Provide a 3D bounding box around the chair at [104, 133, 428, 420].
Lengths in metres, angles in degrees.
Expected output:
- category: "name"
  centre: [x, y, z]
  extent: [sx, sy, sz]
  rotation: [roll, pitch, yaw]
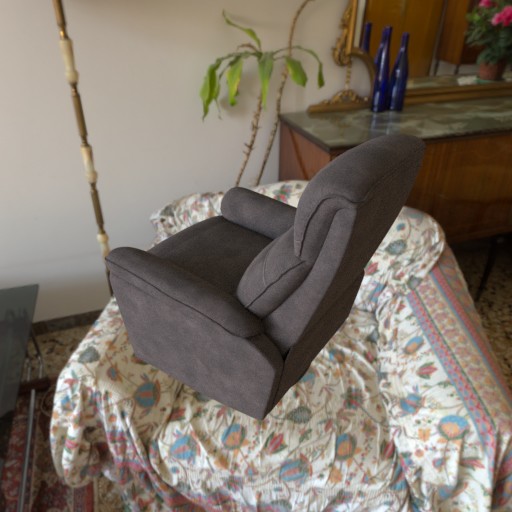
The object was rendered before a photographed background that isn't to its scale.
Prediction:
- category: "chair"
  centre: [0.000, 0.000, 1.746]
  extent: [1.009, 1.035, 0.830]
  rotation: [20, 36, 29]
